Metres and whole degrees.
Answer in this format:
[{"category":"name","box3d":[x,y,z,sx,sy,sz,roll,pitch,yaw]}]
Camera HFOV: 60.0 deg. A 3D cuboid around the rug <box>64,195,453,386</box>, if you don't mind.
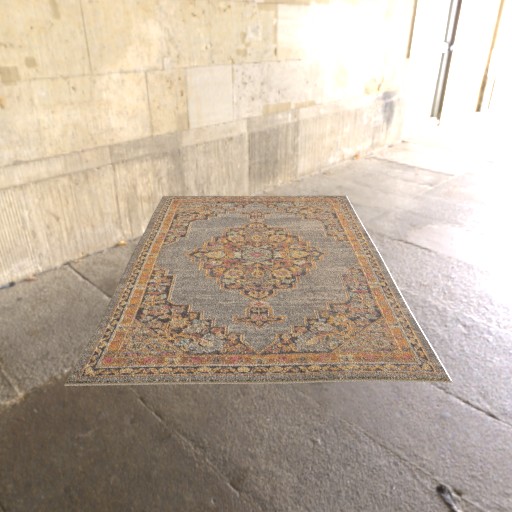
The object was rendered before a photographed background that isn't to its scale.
[{"category":"rug","box3d":[0.000,0.000,3.811,2.158,0.024,3.063,0,27,-1]}]
